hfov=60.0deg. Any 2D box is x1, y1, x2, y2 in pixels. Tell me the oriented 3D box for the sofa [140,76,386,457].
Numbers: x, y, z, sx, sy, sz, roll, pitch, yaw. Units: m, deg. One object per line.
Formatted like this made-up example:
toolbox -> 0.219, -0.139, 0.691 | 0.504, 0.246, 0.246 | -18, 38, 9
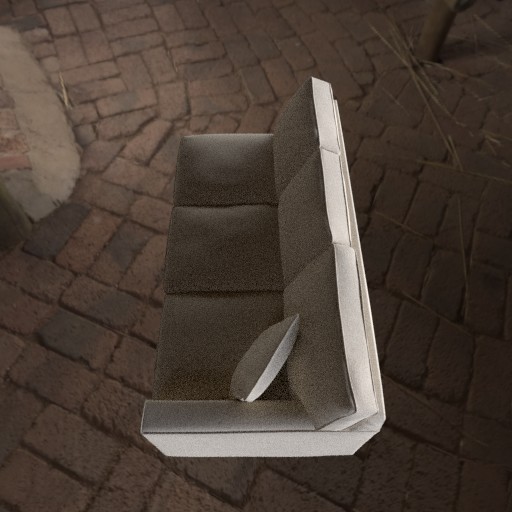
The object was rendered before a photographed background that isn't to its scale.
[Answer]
sofa -> 0.000, 0.000, 2.493 | 1.034, 0.946, 1.963 | 0, 58, 0
